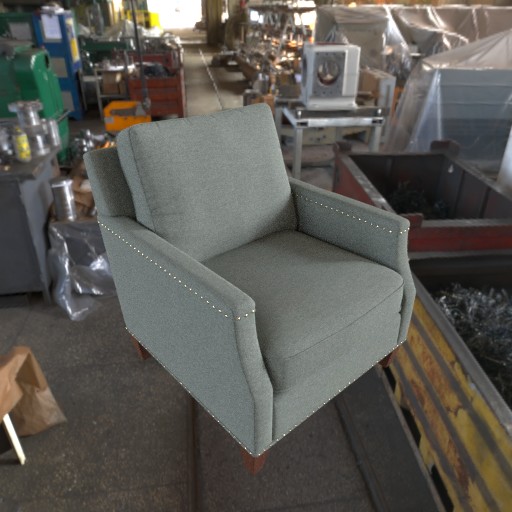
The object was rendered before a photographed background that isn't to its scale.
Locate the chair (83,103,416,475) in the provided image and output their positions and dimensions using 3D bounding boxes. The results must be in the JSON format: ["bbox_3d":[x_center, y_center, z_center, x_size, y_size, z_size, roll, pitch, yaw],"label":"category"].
[{"bbox_3d":[0.000,0.000,1.785,0.885,1.031,1.031,-24,37,-35],"label":"chair"}]
